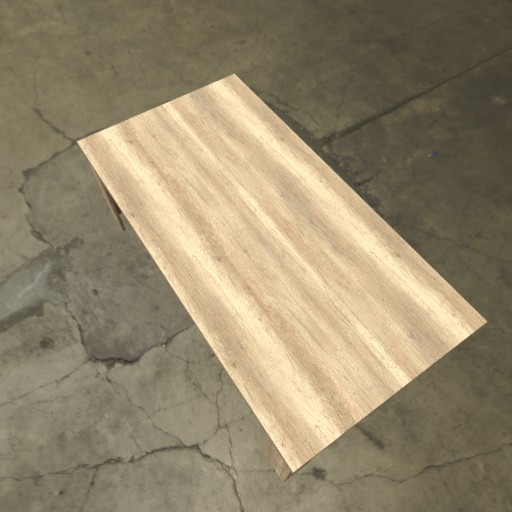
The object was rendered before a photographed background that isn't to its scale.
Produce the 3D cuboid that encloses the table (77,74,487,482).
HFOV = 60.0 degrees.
[{"bbox_3d":[0.000,0.000,1.664,0.700,0.460,1.350,-30,63,-17],"label":"table"}]
